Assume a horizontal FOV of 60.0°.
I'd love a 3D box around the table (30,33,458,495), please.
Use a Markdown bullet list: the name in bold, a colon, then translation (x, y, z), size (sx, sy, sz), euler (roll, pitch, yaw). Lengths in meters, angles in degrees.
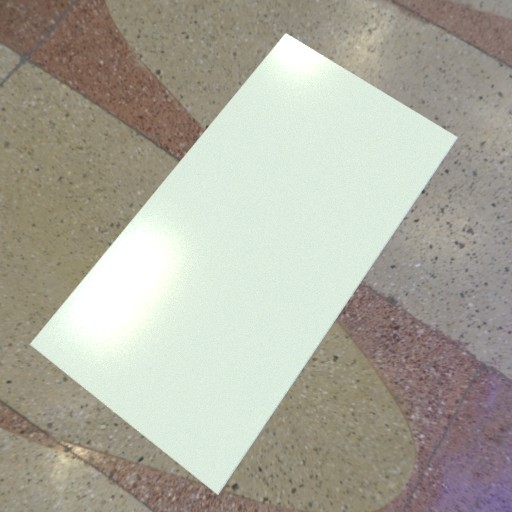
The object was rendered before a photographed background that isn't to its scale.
- **table**: translation (0.000, 0.000, 1.335), size (0.559, 0.457, 1.067), euler (35, 79, 8)
